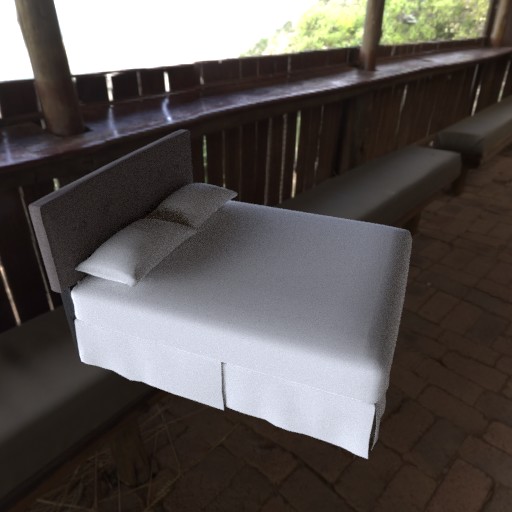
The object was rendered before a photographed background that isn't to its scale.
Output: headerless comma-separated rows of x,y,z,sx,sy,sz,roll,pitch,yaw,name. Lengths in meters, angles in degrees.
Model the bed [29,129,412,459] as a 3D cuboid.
0.000,0.000,2.862,1.894,1.089,1.610,11,33,18,bed
